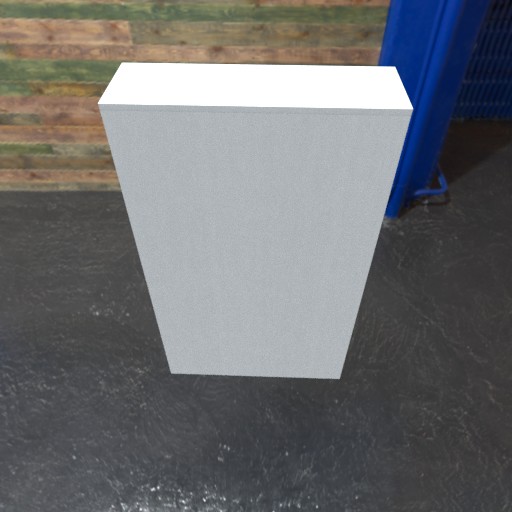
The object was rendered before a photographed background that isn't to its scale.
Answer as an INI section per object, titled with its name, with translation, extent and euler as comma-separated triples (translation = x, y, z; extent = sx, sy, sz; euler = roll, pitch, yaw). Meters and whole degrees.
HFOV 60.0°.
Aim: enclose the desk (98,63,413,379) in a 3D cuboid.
[desk]
translation = 0.000, 0.000, 1.599
extent = 0.750, 1.280, 0.250
euler = 2, 46, 1
